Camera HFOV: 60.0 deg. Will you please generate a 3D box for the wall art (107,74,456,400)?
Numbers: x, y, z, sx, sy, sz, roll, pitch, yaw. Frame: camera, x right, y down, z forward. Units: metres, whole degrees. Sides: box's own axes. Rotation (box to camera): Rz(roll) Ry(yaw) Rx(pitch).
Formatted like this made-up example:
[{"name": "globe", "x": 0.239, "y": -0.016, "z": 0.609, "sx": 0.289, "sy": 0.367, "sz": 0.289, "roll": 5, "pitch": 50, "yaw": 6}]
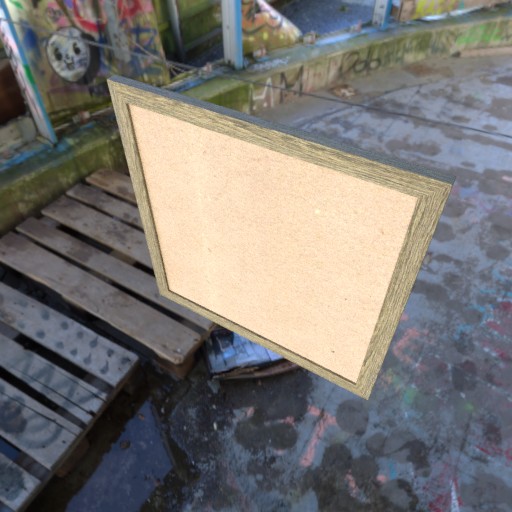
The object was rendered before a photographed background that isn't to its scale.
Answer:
[{"name": "wall art", "x": 0.000, "y": 0.000, "z": 0.760, "sx": 0.508, "sy": 0.508, "sz": 0.019, "roll": 23, "pitch": 50, "yaw": 21}]
